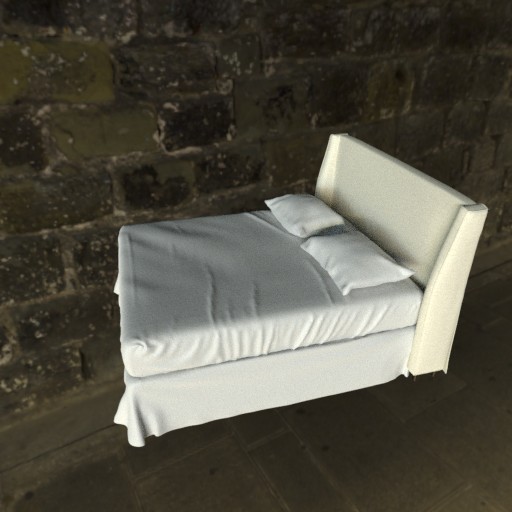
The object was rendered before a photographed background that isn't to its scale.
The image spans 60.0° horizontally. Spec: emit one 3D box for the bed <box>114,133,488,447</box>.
[{"bbox_3d":[0.000,0.000,3.381,2.276,1.332,1.925,-8,30,-14],"label":"bed"}]
